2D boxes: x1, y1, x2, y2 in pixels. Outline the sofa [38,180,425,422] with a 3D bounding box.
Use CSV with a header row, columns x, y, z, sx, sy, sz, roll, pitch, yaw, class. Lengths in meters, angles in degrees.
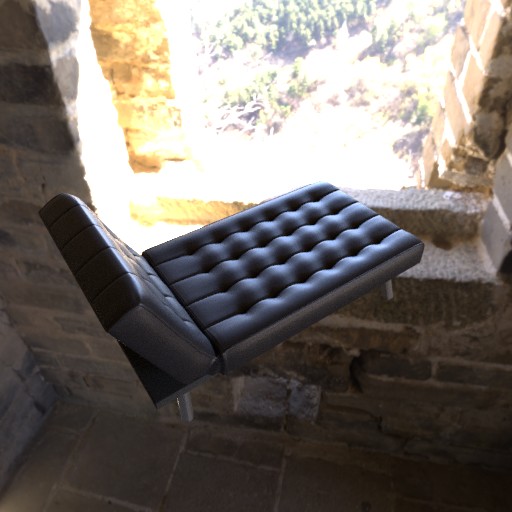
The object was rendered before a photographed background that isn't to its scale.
x,y,z,sx,sy,sz,roll,pitch,yaw,class
0.000,0.000,2.062,1.560,0.820,0.760,-25,46,-26,sofa
